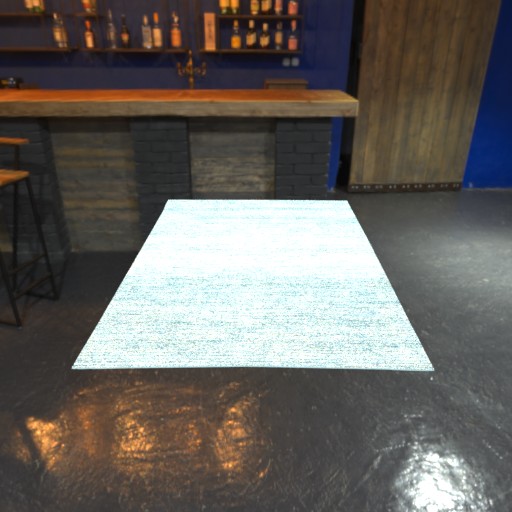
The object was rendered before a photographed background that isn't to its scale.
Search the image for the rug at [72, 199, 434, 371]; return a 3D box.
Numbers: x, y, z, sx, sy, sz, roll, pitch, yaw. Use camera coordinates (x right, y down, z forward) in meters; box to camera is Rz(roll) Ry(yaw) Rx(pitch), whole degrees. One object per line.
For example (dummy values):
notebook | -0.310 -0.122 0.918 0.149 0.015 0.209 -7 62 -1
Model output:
rug | 0.000 0.000 2.967 1.611 0.026 2.260 0 26 1
